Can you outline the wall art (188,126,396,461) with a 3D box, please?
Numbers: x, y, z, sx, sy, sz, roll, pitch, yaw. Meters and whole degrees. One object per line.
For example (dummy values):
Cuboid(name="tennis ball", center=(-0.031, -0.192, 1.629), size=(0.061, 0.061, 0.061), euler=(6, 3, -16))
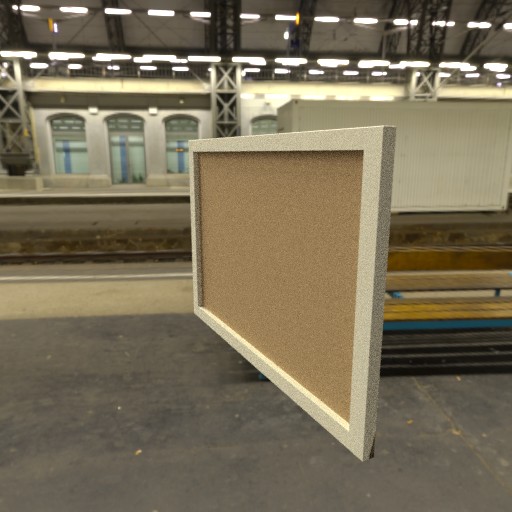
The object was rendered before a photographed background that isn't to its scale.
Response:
Cuboid(name="wall art", center=(0.000, 0.000, 1.464), size=(0.038, 0.767, 1.144), euler=(-7, 15, -27))
